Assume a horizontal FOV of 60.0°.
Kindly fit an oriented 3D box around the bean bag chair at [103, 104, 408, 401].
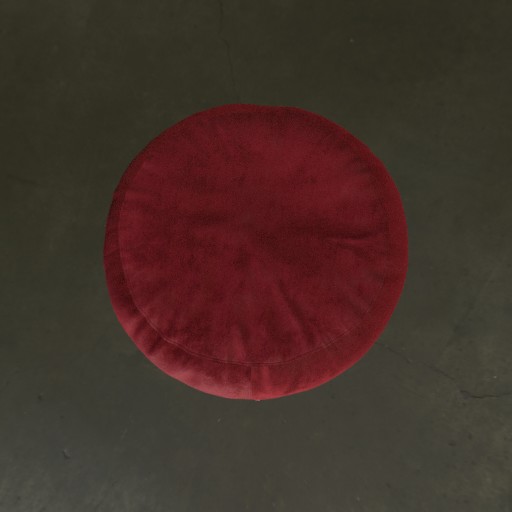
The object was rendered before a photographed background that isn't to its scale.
[{"bbox_3d":[0.000,0.000,1.948,1.219,0.762,1.219,0,76,0],"label":"bean bag chair"}]
